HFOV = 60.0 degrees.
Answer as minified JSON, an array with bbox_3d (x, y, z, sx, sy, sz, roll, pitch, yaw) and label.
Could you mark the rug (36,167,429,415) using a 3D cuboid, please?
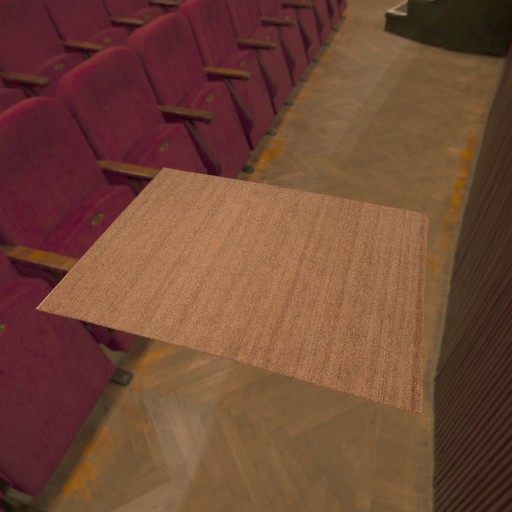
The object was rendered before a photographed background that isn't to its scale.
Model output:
[{"bbox_3d":[0.000,0.000,5.073,3.778,0.053,2.873,12,44,13],"label":"rug"}]
